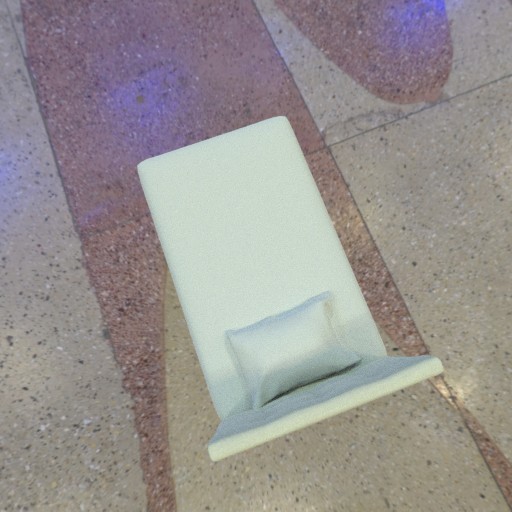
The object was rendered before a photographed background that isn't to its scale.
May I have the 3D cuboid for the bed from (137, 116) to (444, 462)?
[{"bbox_3d":[0.000,0.000,2.950,1.261,1.571,1.997,-20,77,-5],"label":"bed"}]
